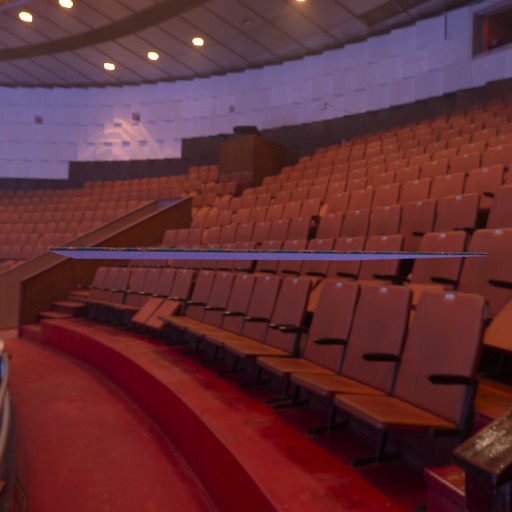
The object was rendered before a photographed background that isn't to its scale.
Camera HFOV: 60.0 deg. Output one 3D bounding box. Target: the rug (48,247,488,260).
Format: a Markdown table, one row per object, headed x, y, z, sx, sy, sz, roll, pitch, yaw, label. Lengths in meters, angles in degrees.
| x | y | z | sx | sy | sz | roll | pitch | yaw | label |
| --- | --- | --- | --- | --- | --- | --- | --- | --- | --- |
| 0.000 | 0.000 | 2.306 | 1.836 | 0.014 | 1.216 | 1 | -2 | -18 | rug |
